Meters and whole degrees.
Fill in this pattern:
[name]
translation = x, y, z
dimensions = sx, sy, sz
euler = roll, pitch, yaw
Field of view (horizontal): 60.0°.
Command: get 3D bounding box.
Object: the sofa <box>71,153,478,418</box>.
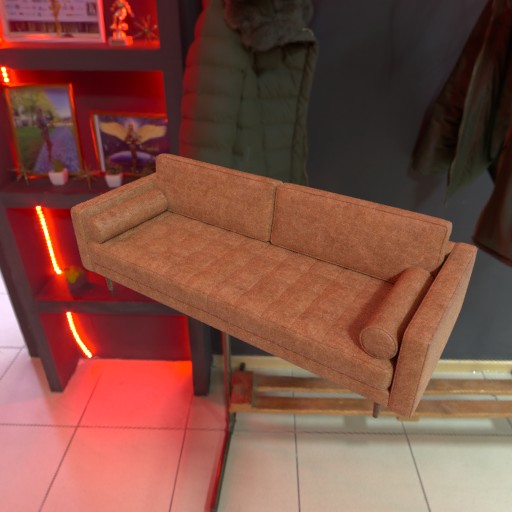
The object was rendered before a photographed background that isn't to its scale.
[sofa]
translation = 0.000, 0.000, 2.595
dimensions = 2.200, 0.770, 0.919
euler = 19, 36, 29
